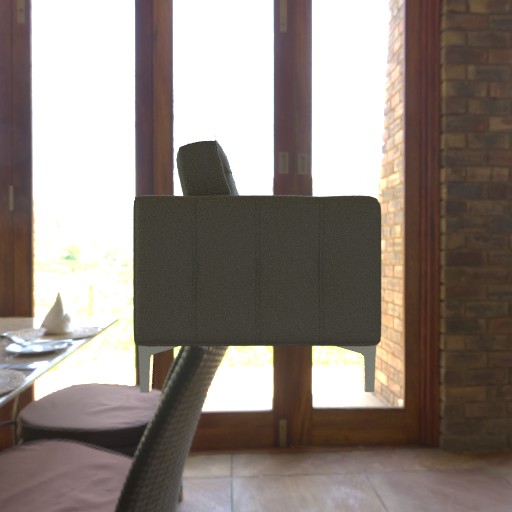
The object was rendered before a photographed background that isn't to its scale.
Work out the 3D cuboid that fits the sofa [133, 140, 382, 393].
[{"bbox_3d":[0.000,0.000,2.277,0.833,0.893,1.726,0,0,0],"label":"sofa"}]
